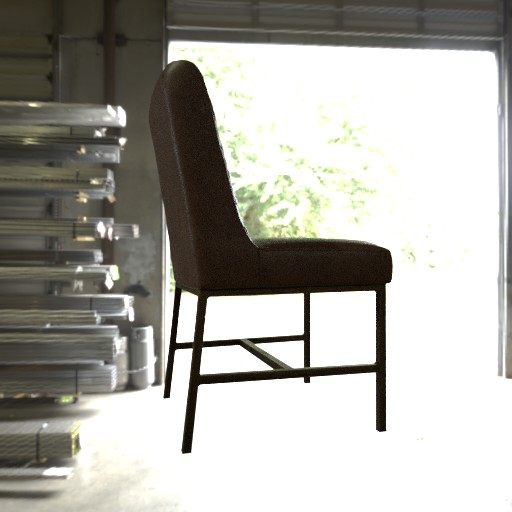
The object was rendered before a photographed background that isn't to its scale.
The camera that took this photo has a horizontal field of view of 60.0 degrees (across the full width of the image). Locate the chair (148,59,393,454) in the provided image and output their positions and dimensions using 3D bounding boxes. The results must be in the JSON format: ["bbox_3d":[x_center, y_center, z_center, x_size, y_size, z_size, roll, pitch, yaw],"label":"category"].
[{"bbox_3d":[0.000,0.000,1.270,0.587,0.889,0.508,0,0,-17],"label":"chair"}]
